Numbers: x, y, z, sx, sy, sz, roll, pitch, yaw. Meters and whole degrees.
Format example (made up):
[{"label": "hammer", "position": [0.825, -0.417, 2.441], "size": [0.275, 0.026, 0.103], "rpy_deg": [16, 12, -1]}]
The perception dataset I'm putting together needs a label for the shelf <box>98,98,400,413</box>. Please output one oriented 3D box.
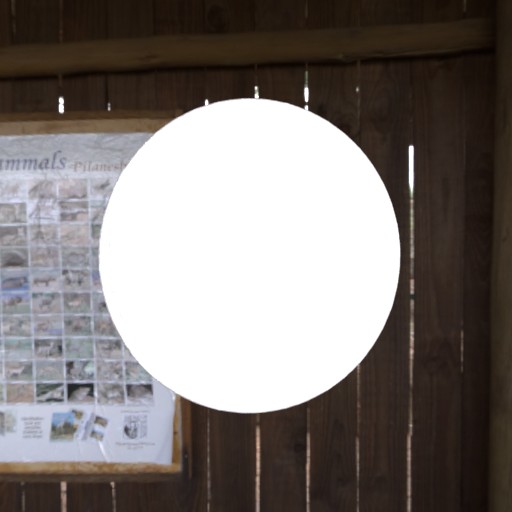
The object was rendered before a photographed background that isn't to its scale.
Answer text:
[{"label": "shelf", "position": [0.000, 0.000, 1.213], "size": [0.806, 0.807, 0.158], "rpy_deg": [0, 1, -17]}]
